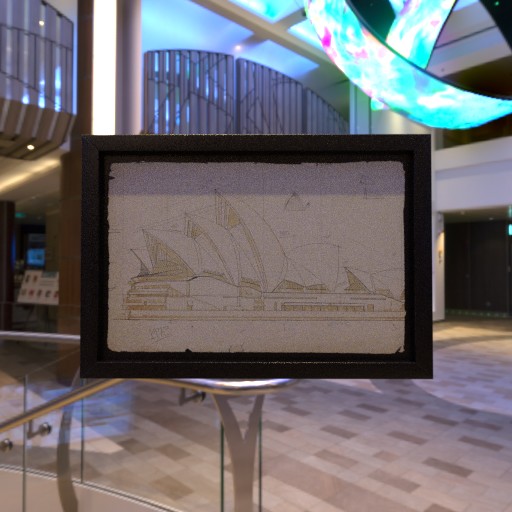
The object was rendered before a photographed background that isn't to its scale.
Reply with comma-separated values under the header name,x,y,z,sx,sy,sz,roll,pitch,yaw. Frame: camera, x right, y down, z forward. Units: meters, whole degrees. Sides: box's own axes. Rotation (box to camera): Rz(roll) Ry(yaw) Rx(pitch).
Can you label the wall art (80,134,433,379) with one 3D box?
name,x,y,z,sx,sy,sz,roll,pitch,yaw
wall art,0.000,0.000,0.561,0.440,0.306,0.013,0,-1,0
